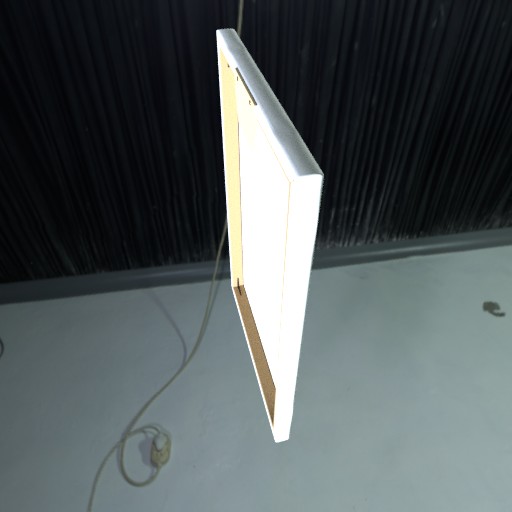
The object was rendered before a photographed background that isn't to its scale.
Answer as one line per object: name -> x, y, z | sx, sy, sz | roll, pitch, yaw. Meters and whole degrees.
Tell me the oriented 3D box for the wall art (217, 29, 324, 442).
wall art -> 0.000, 0.000, 1.138 | 0.048, 0.902, 0.602 | -10, 46, -10
